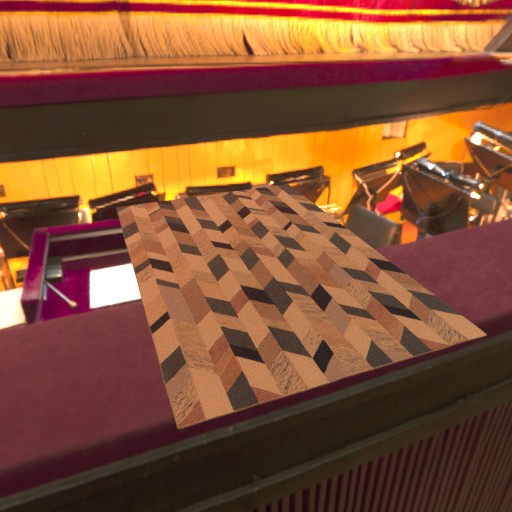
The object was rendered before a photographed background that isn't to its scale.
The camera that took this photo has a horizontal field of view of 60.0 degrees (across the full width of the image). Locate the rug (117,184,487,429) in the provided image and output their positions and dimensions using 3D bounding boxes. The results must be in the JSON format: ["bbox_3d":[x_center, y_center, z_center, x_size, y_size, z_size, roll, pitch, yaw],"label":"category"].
[{"bbox_3d":[0.000,0.000,2.244,1.202,0.006,1.813,-11,31,-18],"label":"rug"}]
